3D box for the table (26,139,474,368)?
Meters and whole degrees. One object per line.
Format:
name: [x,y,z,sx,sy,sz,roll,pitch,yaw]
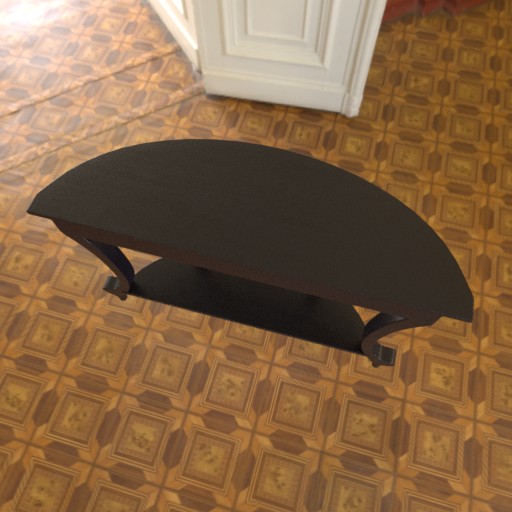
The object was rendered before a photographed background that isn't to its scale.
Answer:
table: [0.000,0.000,1.537,1.198,0.692,0.394,14,64,7]
